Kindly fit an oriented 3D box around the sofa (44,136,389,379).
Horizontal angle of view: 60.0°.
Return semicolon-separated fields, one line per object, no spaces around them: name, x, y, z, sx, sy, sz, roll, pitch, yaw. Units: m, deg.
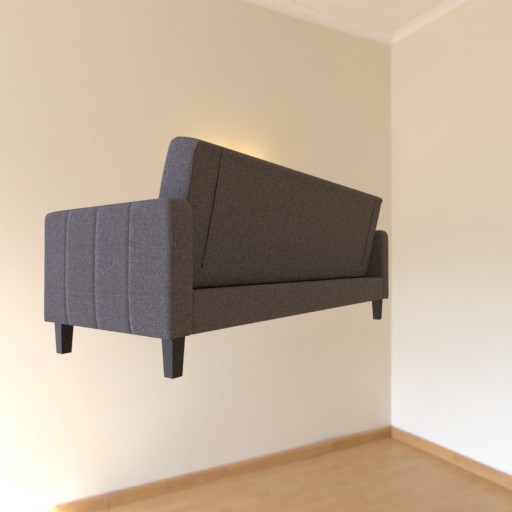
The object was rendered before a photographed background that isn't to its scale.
sofa;0.000;0.000;2.476;0.810;0.850;2.040;-1;-1;36
